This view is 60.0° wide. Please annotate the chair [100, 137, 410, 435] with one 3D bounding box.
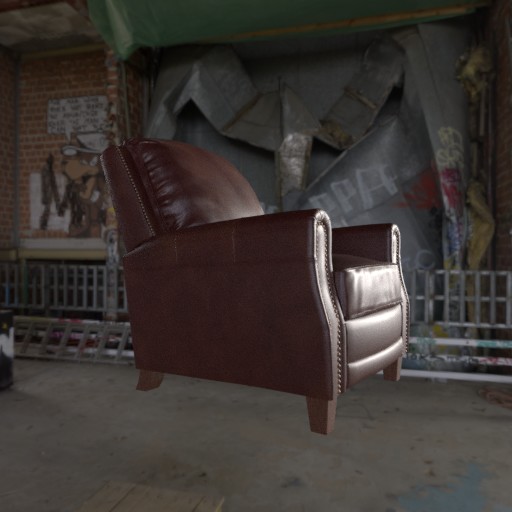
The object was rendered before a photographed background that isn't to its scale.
[{"bbox_3d":[0.000,0.000,1.817,1.089,1.022,0.826,0,0,35],"label":"chair"}]
